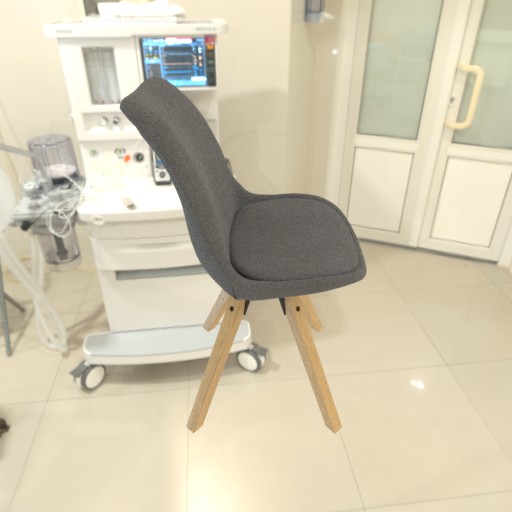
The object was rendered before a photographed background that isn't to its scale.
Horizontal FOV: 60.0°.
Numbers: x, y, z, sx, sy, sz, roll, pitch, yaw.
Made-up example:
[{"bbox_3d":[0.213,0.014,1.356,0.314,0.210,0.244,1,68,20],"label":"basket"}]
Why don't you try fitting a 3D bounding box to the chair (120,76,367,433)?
[{"bbox_3d":[0.000,0.000,1.173,0.550,0.850,0.485,0,32,0],"label":"chair"}]
